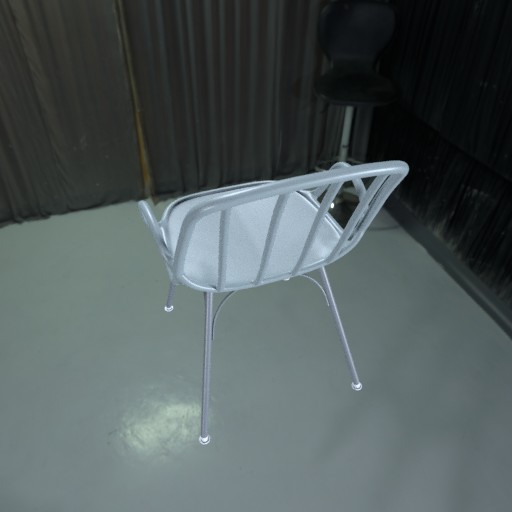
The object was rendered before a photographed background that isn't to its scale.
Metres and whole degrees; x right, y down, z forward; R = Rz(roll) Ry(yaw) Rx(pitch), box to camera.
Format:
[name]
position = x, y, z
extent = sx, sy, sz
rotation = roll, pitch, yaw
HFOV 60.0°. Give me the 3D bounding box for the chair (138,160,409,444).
[chair]
position = 0.000, 0.000, 1.198
extent = 0.549, 0.816, 0.597
rotation = -14, 42, -15
